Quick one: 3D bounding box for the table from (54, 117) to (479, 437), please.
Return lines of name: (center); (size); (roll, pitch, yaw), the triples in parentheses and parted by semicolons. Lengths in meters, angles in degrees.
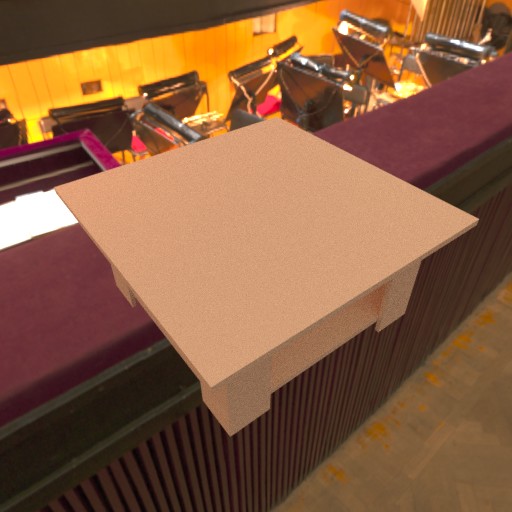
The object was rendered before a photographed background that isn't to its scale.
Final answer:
table: (0.000, 0.000, 1.080); (0.670, 0.305, 0.670); (-26, 47, -28)
